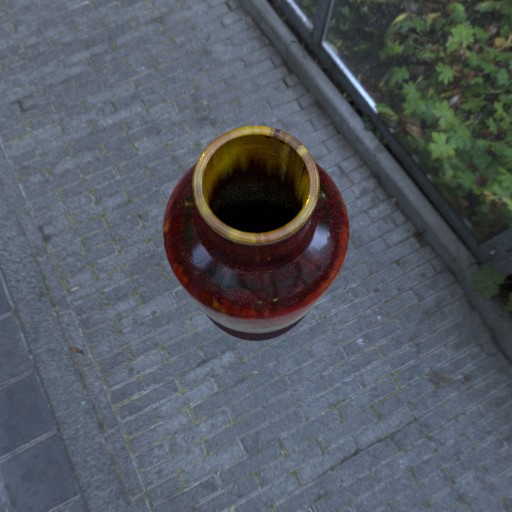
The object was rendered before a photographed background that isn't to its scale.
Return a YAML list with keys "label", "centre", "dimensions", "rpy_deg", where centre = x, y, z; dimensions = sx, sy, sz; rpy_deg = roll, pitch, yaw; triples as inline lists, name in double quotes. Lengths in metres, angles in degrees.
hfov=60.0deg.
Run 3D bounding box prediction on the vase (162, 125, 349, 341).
- label: "vase"
  centre: [0.000, 0.000, 0.324]
  dimensions: [0.111, 0.261, 0.111]
  rpy_deg: [0, 75, 0]
